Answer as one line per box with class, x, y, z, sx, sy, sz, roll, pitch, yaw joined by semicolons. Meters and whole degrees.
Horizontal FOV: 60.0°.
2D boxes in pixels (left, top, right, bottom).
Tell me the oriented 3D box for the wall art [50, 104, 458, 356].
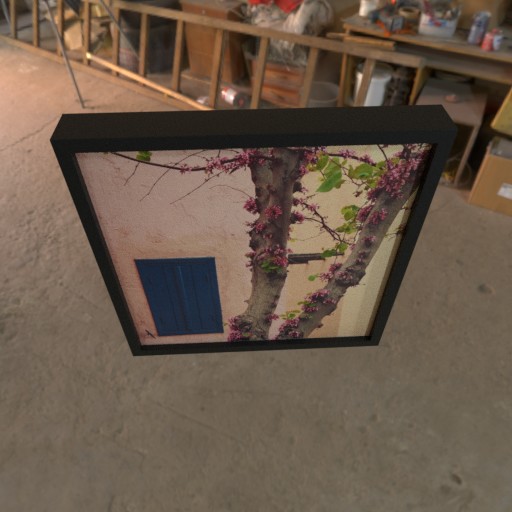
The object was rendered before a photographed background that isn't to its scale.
wall art;0.000;0.000;0.453;0.305;0.304;0.038;-2;47;-2
